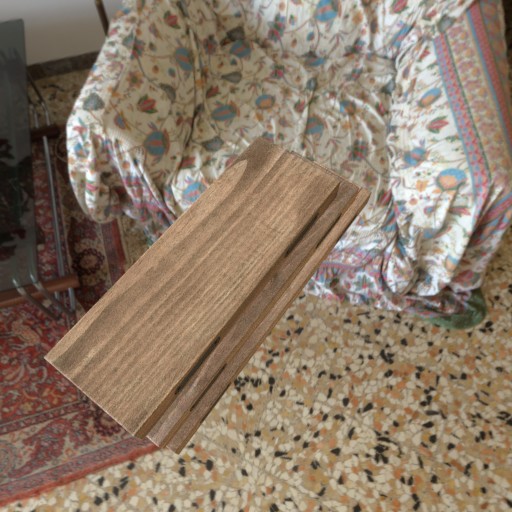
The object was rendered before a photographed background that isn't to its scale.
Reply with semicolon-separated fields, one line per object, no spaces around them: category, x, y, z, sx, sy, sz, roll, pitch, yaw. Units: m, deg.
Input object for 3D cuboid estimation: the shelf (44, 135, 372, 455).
shelf;0.000;0.000;0.718;0.140;0.293;0.610;33;67;16
